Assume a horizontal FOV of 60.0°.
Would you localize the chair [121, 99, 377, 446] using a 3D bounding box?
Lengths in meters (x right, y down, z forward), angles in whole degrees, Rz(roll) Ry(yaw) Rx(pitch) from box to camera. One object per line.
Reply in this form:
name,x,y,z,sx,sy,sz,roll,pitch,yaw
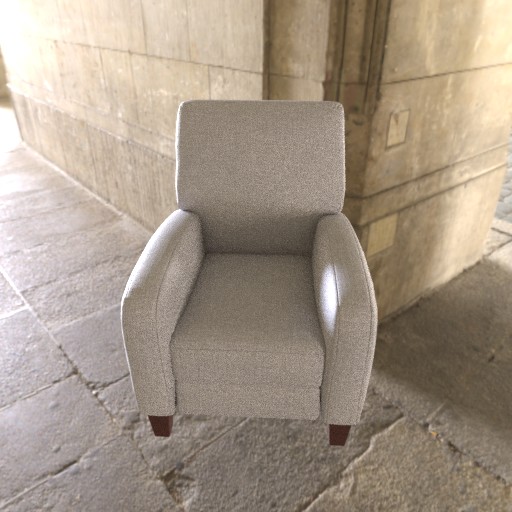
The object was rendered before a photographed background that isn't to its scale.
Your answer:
chair,0.000,0.000,1.660,0.762,0.990,0.990,2,30,3
